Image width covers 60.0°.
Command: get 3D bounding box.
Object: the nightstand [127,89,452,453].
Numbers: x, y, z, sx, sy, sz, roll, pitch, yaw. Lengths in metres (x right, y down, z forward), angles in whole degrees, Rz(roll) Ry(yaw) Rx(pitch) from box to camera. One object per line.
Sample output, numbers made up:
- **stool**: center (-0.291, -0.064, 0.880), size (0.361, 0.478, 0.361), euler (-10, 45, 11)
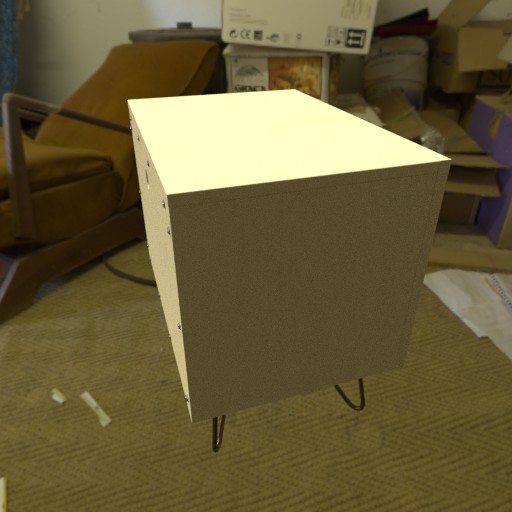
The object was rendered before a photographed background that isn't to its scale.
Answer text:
- **nightstand**: center (0.000, 0.000, 1.020), size (0.447, 0.604, 0.614), euler (-10, 32, -16)
